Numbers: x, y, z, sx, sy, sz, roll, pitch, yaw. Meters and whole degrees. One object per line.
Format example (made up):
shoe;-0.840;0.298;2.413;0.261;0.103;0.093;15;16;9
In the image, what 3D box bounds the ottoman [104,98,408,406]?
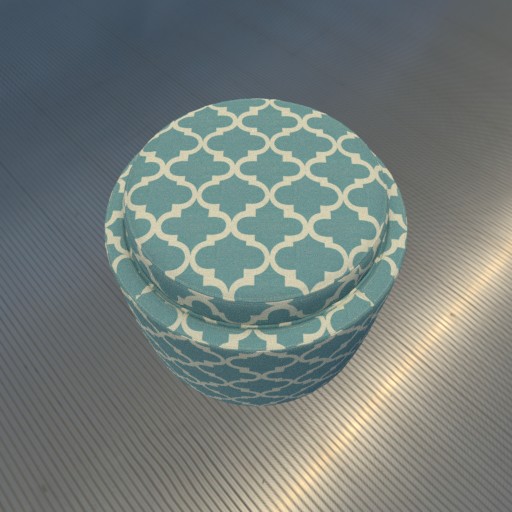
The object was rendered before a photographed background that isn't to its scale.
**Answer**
ottoman;0.000;0.000;0.819;0.480;0.429;0.480;0;58;0
